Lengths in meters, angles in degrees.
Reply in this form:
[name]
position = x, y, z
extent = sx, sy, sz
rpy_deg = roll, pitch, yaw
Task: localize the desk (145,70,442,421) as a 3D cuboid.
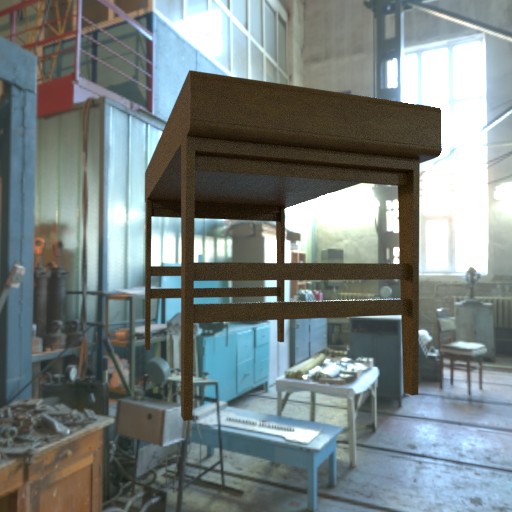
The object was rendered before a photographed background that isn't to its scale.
[desk]
position = 0.000, 0.000, 1.532
extent = 0.660, 0.754, 1.066
rpy_deg = 1, -2, -19
